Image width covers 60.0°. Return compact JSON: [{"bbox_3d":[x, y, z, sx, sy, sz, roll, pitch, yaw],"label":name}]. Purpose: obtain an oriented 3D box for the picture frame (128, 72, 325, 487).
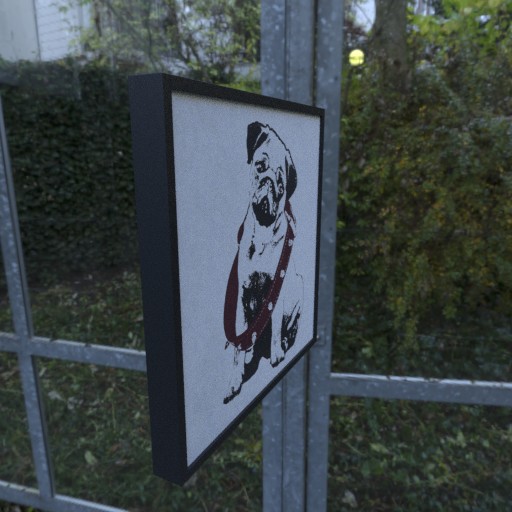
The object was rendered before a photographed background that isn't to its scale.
[{"bbox_3d":[0.000,0.000,0.468,0.030,0.317,0.317,7,15,27],"label":"picture frame"}]
